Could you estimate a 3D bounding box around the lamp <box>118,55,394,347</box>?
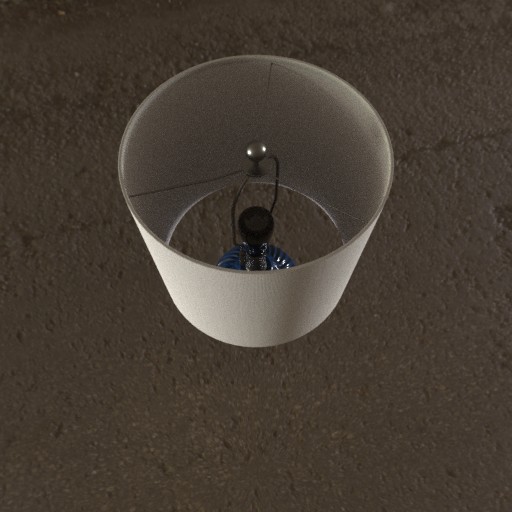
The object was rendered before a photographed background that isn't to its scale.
[{"bbox_3d":[0.000,0.000,0.489,0.203,0.368,0.203,35,69,16],"label":"lamp"}]
